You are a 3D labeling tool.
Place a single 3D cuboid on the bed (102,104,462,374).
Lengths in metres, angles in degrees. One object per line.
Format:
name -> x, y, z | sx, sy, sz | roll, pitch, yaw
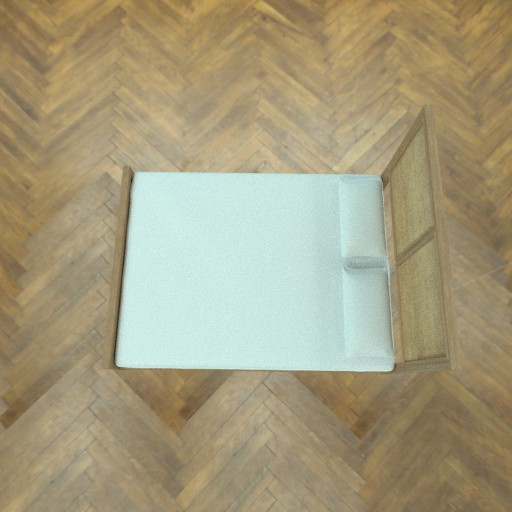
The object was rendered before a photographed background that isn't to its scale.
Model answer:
bed -> 0.000, 0.000, 3.215 | 2.184, 1.387, 1.606 | 1, 74, 0
